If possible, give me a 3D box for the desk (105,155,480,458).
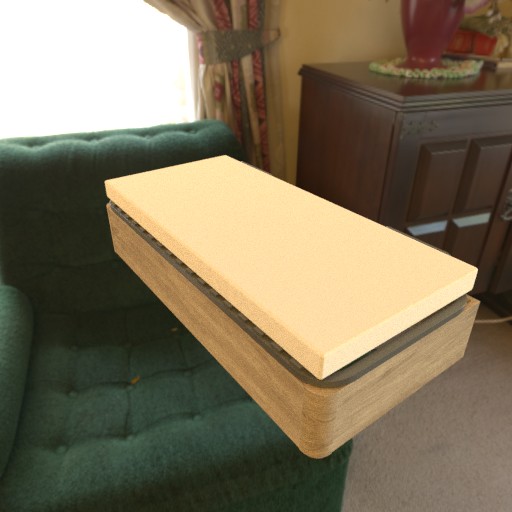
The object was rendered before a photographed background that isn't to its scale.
[{"bbox_3d":[0.000,0.000,2.285,0.900,0.455,1.900,-20,36,-31],"label":"desk"}]
